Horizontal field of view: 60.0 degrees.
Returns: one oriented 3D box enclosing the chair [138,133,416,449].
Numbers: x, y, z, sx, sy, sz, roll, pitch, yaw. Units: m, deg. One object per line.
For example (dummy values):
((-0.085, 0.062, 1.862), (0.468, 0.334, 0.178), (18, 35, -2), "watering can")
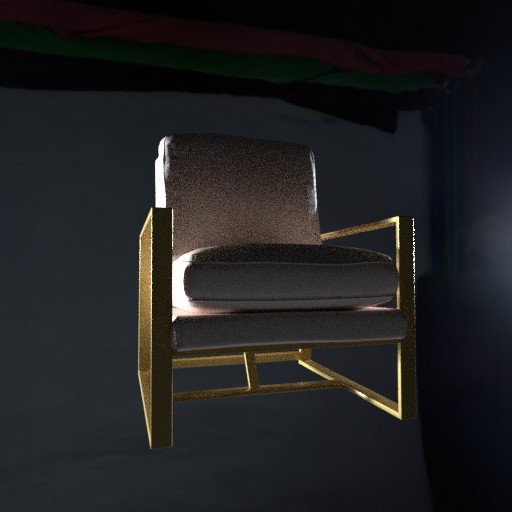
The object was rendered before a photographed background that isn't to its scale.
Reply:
((0.000, 0.000, 1.542), (0.758, 0.956, 0.813), (0, -1, -17), "chair")
